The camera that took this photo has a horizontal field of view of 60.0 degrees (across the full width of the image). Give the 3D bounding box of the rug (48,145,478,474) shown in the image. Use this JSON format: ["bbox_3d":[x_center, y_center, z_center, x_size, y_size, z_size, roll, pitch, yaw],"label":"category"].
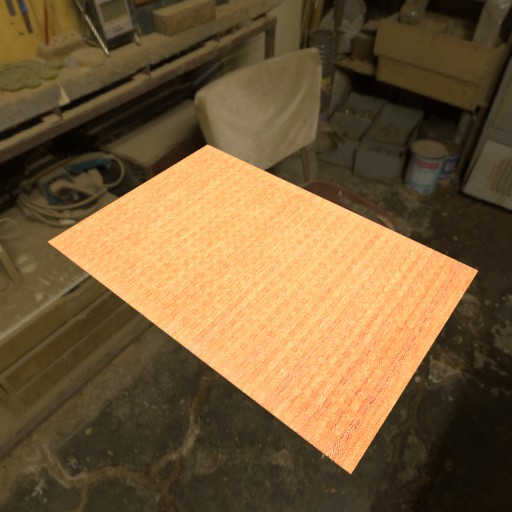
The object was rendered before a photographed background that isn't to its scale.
[{"bbox_3d":[0.000,0.000,2.822,2.285,0.006,1.524,30,53,26],"label":"rug"}]
